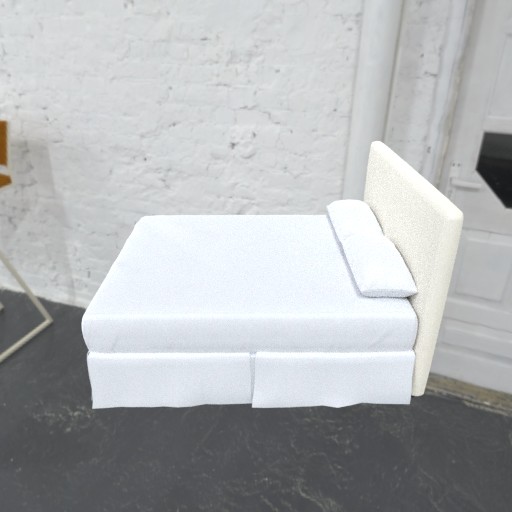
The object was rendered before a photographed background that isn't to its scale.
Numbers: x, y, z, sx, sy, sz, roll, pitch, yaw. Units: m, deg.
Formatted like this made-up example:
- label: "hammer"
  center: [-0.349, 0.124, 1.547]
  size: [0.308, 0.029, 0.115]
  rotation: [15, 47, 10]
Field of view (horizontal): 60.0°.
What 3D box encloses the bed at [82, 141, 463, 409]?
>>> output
- label: "bed"
  center: [0.000, 0.000, 3.249]
  size: [2.142, 1.330, 1.713]
  rotation: [0, 27, 0]
